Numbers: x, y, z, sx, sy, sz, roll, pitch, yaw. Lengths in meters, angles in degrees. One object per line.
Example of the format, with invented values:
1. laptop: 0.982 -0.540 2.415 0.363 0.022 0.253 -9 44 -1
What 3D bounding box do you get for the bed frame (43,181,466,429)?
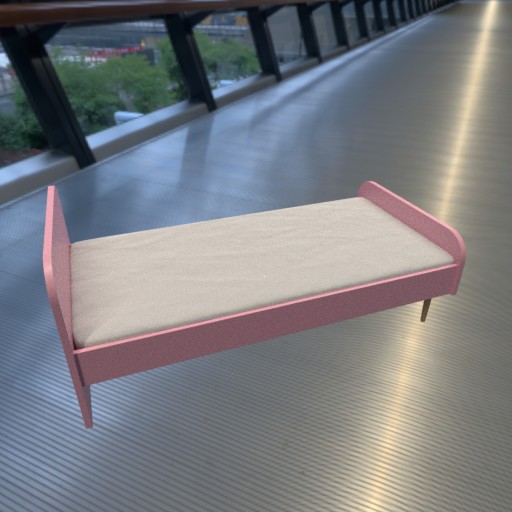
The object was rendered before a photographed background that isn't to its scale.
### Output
1. bed frame: 0.000 0.000 2.438 1.963 0.805 0.998 -11 32 -18
